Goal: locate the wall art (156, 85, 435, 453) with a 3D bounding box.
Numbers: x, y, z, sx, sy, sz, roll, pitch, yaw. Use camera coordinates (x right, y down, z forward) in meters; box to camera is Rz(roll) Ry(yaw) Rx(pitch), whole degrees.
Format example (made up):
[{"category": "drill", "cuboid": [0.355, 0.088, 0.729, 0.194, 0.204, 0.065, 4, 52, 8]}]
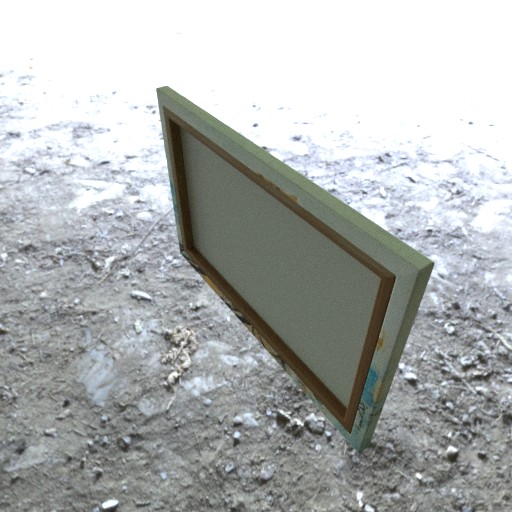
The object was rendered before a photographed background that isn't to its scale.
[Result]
[{"category": "wall art", "cuboid": [0.000, 0.000, 1.160, 0.038, 0.609, 0.913, -25, 47, -26]}]
